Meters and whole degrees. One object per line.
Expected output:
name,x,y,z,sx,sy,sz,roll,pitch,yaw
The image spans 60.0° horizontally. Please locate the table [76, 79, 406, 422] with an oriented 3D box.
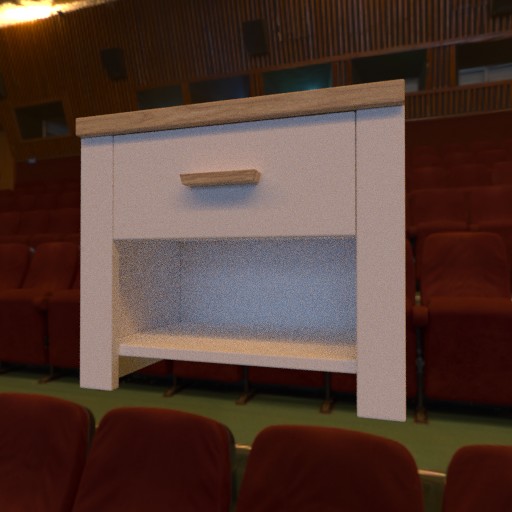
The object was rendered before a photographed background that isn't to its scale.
table,0.000,0.000,0.789,0.500,0.440,0.360,0,-1,18
